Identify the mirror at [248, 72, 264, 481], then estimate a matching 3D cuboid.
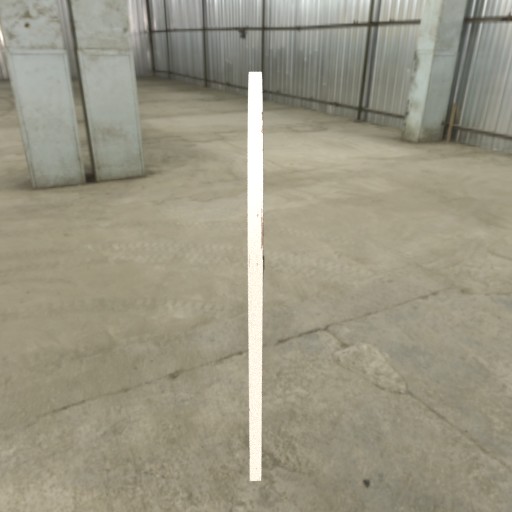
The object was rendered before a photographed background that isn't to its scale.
[{"bbox_3d":[0.000,0.000,1.198,0.032,0.920,0.660,0,26,0],"label":"mirror"}]
